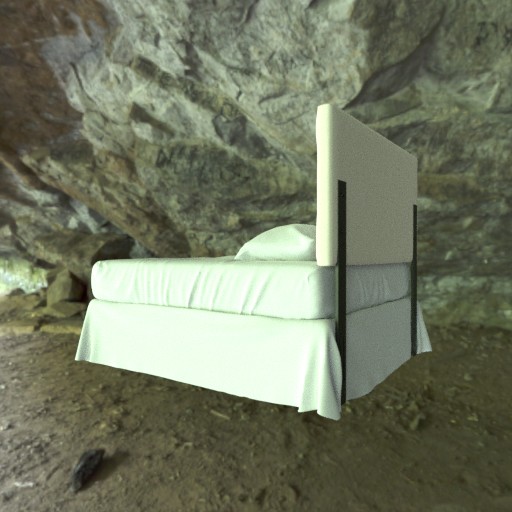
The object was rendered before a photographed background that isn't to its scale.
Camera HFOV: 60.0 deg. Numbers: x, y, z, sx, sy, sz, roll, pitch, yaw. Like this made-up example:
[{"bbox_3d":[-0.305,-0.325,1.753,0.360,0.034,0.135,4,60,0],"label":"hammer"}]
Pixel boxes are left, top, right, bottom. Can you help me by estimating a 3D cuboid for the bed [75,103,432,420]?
[{"bbox_3d":[0.000,0.000,3.490,2.222,1.577,1.936,0,0,35],"label":"bed"}]
